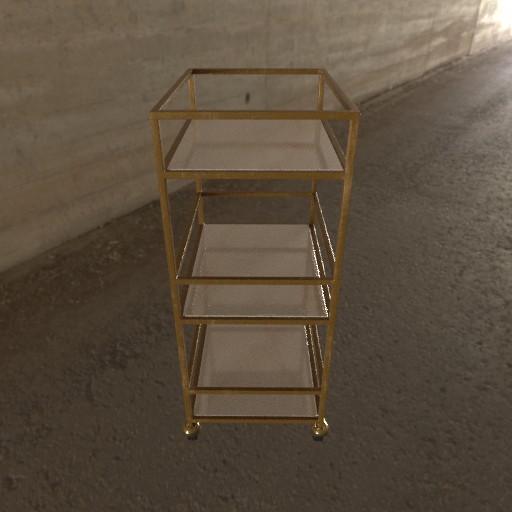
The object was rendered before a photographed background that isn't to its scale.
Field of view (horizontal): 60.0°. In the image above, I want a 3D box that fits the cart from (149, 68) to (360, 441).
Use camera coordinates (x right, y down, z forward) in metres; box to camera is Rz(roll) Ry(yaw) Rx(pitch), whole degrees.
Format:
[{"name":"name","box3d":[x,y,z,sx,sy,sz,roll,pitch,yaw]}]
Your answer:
[{"name":"cart","box3d":[0.000,0.000,1.030,0.332,0.761,0.483,0,31,0]}]
